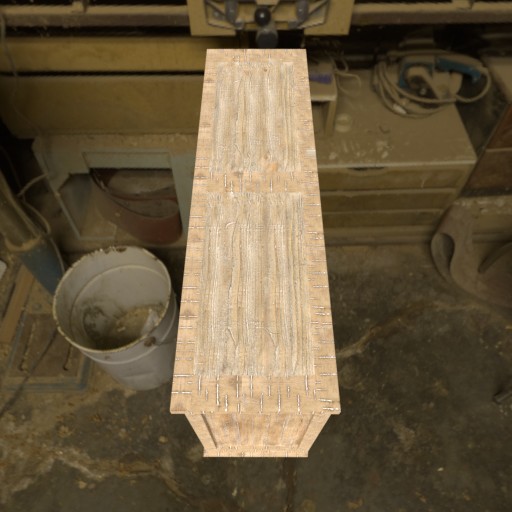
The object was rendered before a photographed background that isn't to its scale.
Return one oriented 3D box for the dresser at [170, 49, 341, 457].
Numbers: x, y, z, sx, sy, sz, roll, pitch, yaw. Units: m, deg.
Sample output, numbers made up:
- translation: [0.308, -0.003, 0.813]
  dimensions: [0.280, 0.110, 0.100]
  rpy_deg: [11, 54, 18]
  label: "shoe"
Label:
- translation: [0.000, 0.000, 2.048]
  dimensions: [0.457, 1.016, 1.626]
  rpy_deg: [0, 58, 0]
  label: "dresser"
